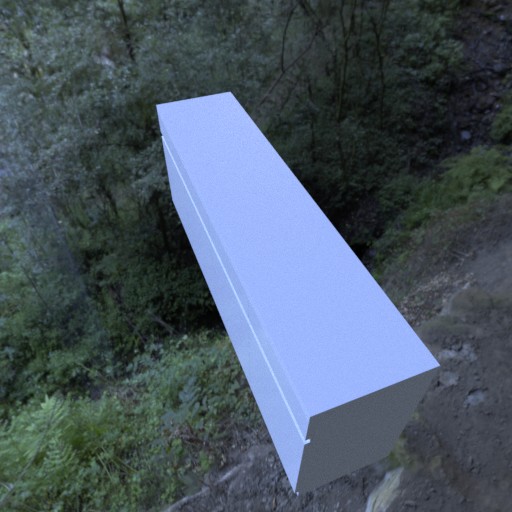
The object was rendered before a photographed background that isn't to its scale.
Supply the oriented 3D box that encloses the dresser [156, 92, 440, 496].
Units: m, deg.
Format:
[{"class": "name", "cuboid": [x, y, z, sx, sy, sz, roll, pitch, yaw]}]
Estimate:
[{"class": "dresser", "cuboid": [0.000, 0.000, 2.476, 0.500, 0.840, 2.200, -16, 48, -15]}]
